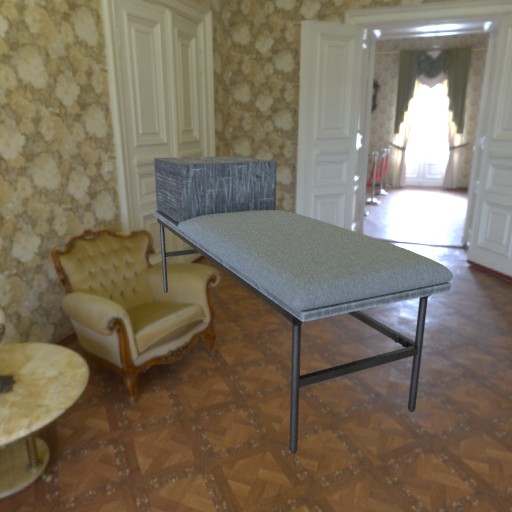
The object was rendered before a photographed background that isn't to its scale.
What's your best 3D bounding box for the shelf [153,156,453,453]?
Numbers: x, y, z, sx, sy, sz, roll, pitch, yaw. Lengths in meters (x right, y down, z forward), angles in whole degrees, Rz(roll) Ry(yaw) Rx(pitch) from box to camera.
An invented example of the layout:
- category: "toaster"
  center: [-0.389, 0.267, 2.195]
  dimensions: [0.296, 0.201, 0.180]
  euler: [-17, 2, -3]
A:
- category: "shelf"
  center: [0.000, 0.000, 1.604]
  dimensions: [0.457, 0.633, 1.342]
  euler: [-7, 17, -24]
